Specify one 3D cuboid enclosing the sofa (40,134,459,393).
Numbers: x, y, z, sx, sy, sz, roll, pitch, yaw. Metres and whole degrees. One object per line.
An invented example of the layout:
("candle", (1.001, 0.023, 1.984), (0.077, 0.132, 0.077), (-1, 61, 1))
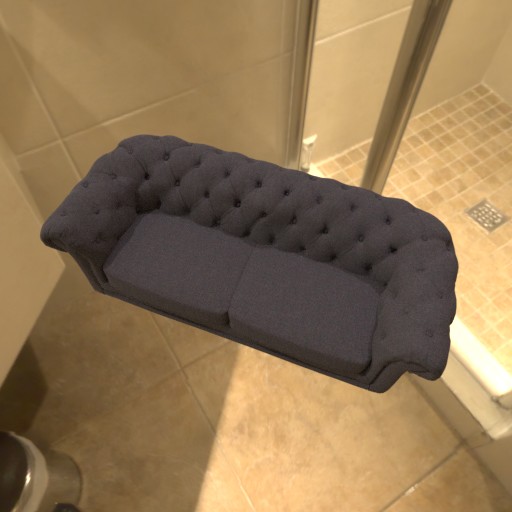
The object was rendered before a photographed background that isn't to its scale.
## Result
("sofa", (0.000, 0.000, 2.853), (2.335, 0.836, 1.046), (18, 59, 11))
